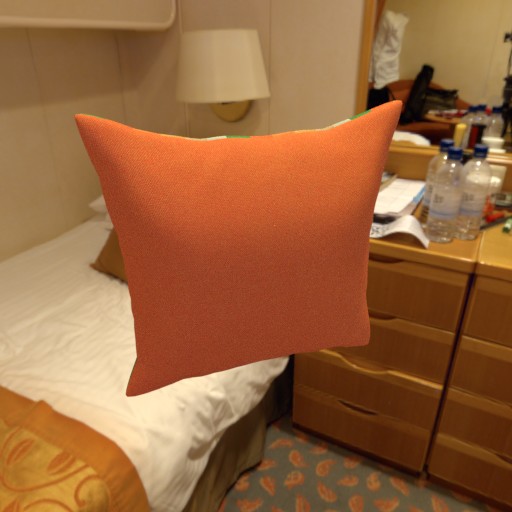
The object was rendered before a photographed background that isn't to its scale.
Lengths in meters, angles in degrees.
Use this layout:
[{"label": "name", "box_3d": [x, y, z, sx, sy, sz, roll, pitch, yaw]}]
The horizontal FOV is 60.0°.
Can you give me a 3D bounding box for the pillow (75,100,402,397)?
[{"label": "pillow", "box_3d": [0.000, 0.000, 0.686, 0.453, 0.444, 0.169, -8, 27, -16]}]
